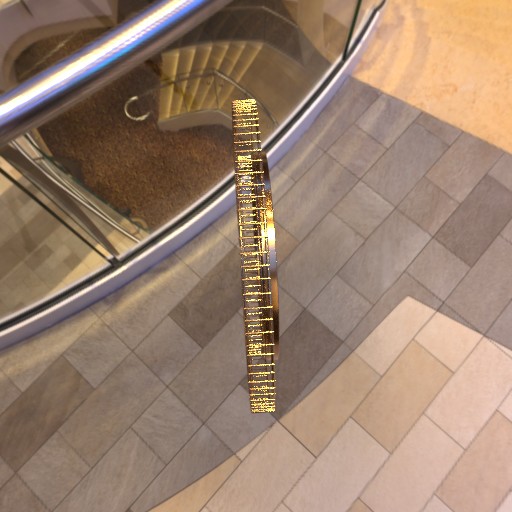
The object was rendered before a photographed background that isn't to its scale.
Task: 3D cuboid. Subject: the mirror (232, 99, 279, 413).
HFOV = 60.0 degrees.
[{"bbox_3d":[0.000,0.000,1.054,0.067,0.703,0.703,-4,74,-1],"label":"mirror"}]
